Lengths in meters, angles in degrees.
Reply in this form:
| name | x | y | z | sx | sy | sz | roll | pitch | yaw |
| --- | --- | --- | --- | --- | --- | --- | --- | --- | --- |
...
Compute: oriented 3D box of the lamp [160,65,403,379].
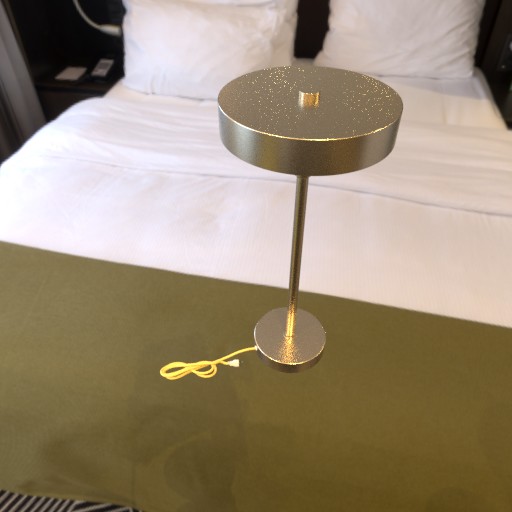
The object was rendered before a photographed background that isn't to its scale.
| name | x | y | z | sx | sy | sz | roll | pitch | yaw |
| --- | --- | --- | --- | --- | --- | --- | --- | --- | --- |
| lamp | 0.000 | 0.000 | 0.699 | 0.369 | 0.508 | 0.229 | -13 | 43 | -14 |
